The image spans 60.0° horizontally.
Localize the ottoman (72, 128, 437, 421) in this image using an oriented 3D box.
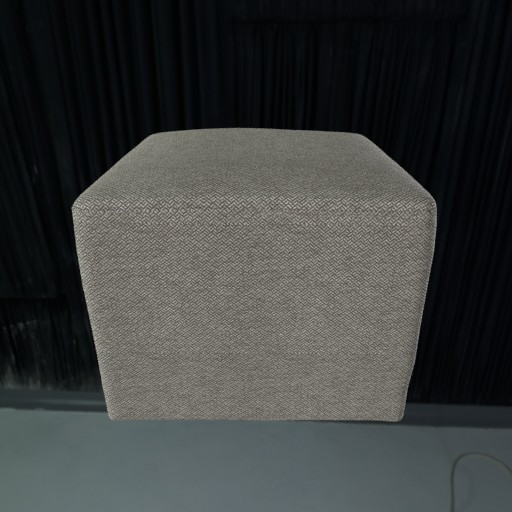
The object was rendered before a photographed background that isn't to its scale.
[{"bbox_3d":[0.000,0.000,0.899,0.512,0.453,0.519,0,26,0],"label":"ottoman"}]
